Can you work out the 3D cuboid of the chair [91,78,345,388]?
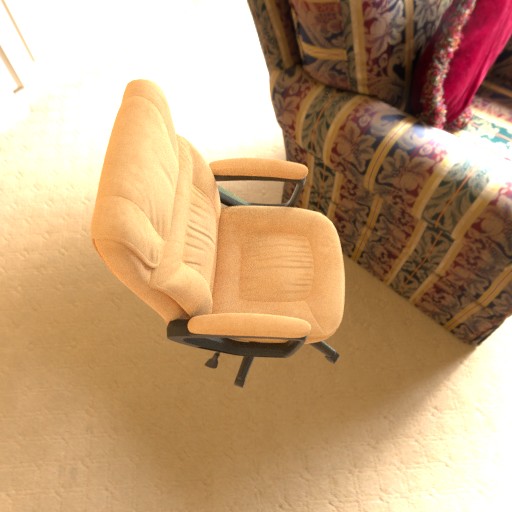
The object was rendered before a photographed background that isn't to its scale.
[{"bbox_3d":[0.000,0.000,1.502,0.724,1.105,0.667,2,62,1],"label":"chair"}]
